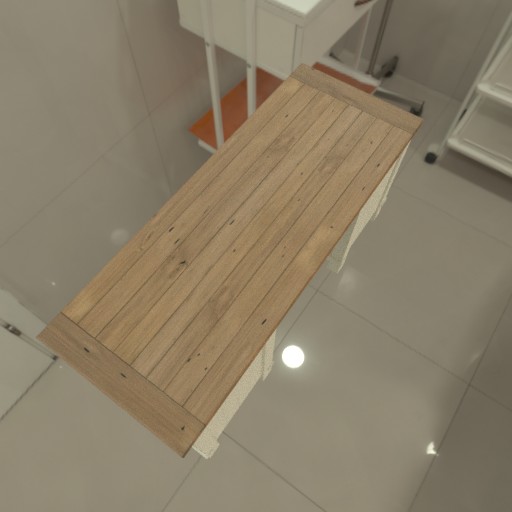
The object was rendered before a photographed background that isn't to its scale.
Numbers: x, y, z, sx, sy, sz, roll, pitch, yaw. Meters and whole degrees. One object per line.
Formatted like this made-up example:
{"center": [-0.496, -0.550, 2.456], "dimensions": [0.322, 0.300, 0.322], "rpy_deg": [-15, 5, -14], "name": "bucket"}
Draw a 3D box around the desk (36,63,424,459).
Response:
{"center": [0.000, 0.000, 2.200], "dimensions": [0.688, 0.760, 1.803], "rpy_deg": [32, 67, 16], "name": "desk"}
